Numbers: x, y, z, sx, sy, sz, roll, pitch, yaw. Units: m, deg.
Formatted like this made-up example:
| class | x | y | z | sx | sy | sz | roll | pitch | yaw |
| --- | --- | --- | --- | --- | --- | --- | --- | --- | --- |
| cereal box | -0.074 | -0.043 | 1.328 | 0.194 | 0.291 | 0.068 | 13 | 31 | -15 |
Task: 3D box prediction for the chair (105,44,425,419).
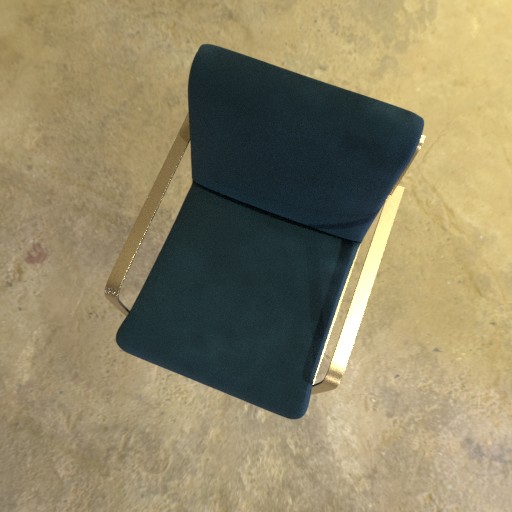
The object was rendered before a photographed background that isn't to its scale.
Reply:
| class | x | y | z | sx | sy | sz | roll | pitch | yaw |
| --- | --- | --- | --- | --- | --- | --- | --- | --- | --- |
| chair | 0.000 | 0.000 | 1.414 | 0.692 | 0.831 | 0.859 | 21 | 77 | 5 |
